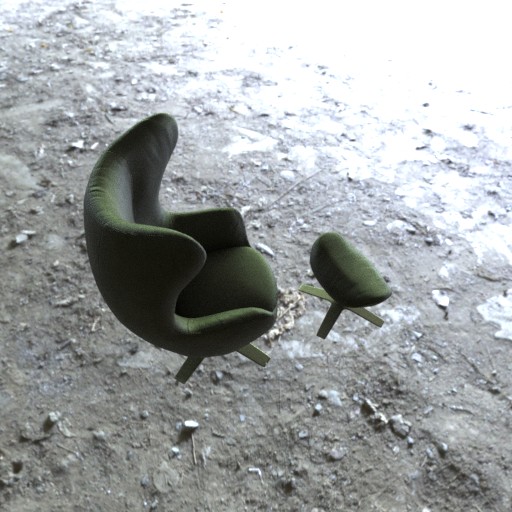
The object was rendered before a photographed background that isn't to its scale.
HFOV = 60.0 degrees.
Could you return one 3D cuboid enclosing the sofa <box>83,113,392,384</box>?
[{"bbox_3d":[0.000,0.000,2.117,1.444,1.135,0.894,-10,46,-9],"label":"sofa"}]
